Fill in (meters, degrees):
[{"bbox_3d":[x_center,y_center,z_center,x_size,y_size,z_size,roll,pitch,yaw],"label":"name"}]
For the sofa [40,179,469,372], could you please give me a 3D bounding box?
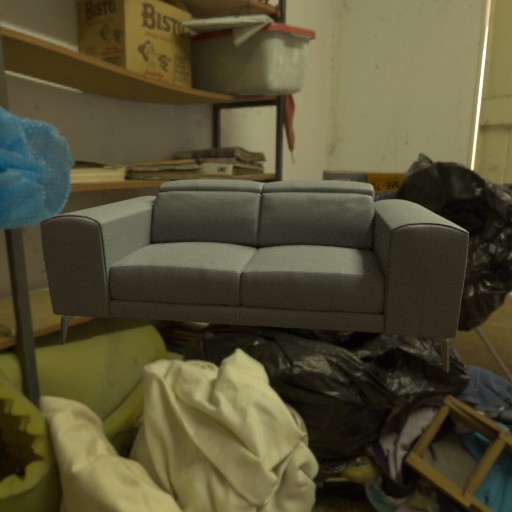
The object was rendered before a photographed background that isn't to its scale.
[{"bbox_3d":[0.000,0.000,2.411,1.895,0.779,1.003,2,13,9],"label":"sofa"}]
